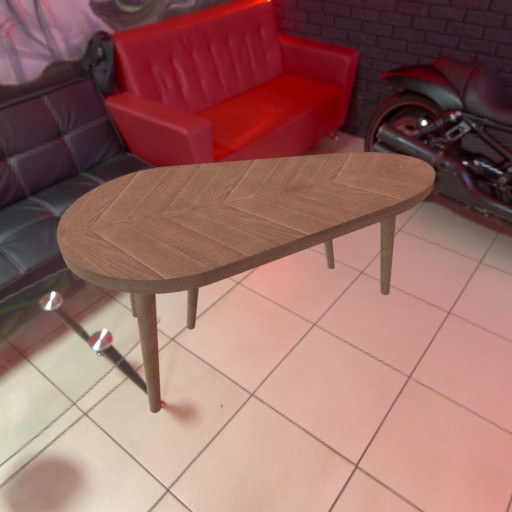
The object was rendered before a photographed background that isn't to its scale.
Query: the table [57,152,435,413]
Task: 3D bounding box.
[{"bbox_3d":[0.000,0.000,1.590,1.190,0.595,0.701,-13,42,-15],"label":"table"}]
